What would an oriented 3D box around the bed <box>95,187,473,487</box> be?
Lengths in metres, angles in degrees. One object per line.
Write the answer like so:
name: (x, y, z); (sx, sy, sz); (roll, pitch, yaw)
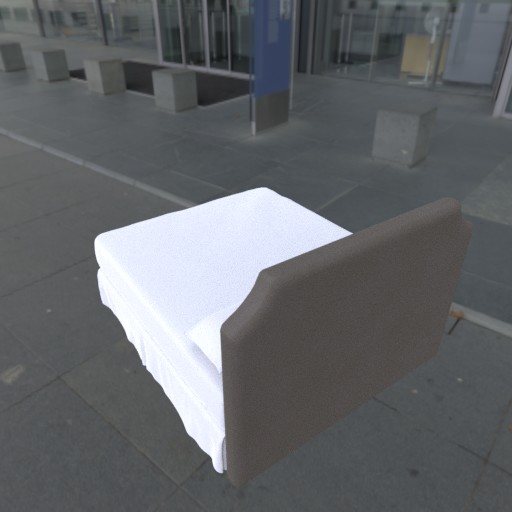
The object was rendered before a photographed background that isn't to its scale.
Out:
bed: (0.000, 0.000, 3.823); (2.194, 1.561, 2.536); (-21, 37, -30)
